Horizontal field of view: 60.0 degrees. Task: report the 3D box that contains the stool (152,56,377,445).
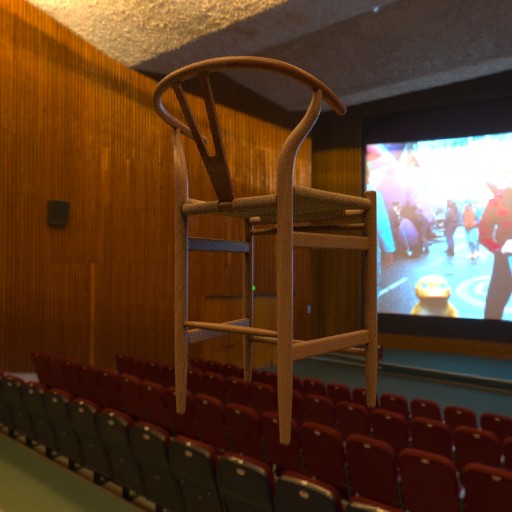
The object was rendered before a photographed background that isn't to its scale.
[{"bbox_3d":[0.000,0.000,1.296,0.536,0.923,0.575,-1,-1,37],"label":"stool"}]
